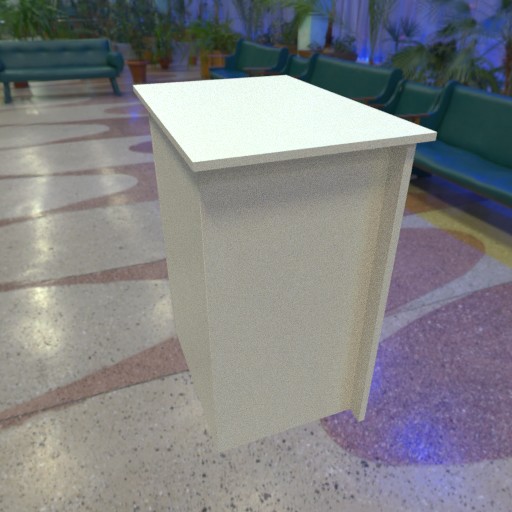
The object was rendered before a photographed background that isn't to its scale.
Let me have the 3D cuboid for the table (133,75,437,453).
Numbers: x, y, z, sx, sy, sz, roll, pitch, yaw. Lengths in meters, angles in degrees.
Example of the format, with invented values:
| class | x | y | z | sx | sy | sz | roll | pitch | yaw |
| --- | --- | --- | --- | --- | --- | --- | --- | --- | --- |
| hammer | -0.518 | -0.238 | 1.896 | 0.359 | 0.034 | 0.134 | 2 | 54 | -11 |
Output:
| class | x | y | z | sx | sy | sz | roll | pitch | yaw |
| --- | --- | --- | --- | --- | --- | --- | --- | --- | --- |
| table | 0.000 | 0.000 | 1.072 | 0.406 | 0.711 | 0.589 | -11 | 33 | -18 |
